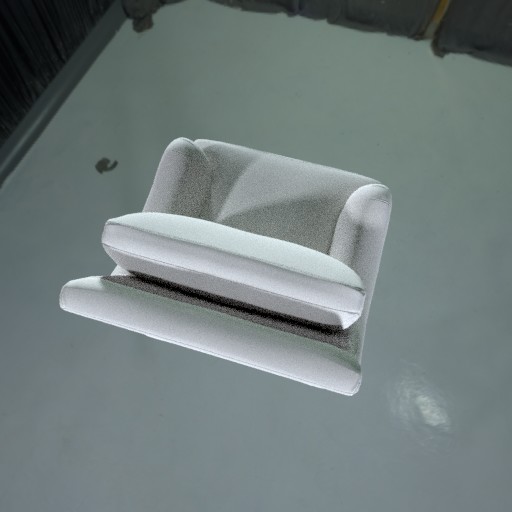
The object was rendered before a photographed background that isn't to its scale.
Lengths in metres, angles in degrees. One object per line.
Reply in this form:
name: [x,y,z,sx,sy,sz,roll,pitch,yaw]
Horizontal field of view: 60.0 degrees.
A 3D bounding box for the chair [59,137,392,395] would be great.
chair: [0.000,0.000,1.841,0.955,1.038,1.070,15,65,7]
